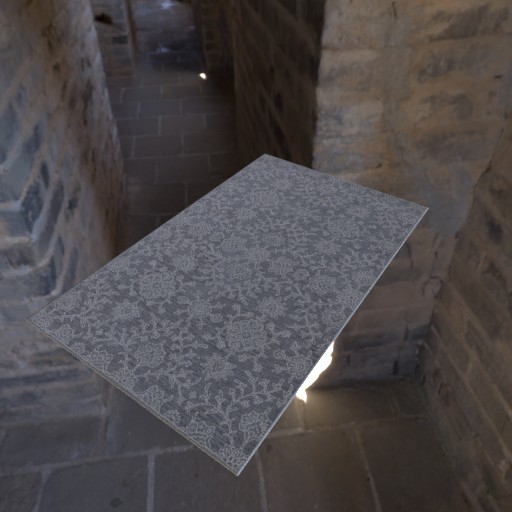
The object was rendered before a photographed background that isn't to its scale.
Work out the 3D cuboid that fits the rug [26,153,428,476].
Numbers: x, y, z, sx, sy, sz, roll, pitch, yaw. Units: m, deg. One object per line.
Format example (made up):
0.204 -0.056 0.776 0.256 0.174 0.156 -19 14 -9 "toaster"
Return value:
0.000 0.000 2.962 1.515 0.010 2.430 25 46 26 "rug"
